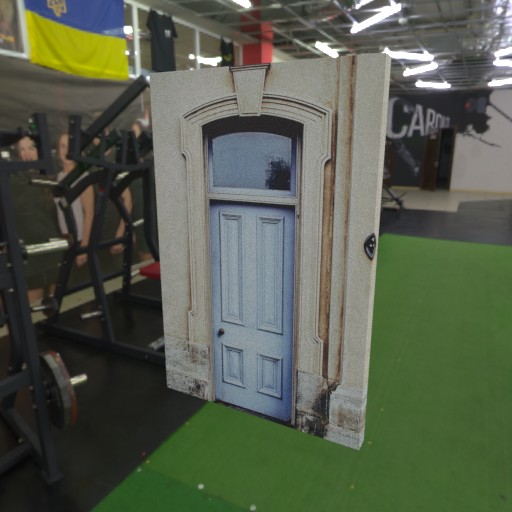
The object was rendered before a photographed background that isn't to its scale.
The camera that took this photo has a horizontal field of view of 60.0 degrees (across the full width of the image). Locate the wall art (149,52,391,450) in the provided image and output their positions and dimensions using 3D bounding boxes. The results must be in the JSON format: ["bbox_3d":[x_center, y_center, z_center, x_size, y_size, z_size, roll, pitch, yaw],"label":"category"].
[{"bbox_3d":[0.000,0.000,0.958,0.508,0.764,0.038,8,17,28],"label":"wall art"}]
